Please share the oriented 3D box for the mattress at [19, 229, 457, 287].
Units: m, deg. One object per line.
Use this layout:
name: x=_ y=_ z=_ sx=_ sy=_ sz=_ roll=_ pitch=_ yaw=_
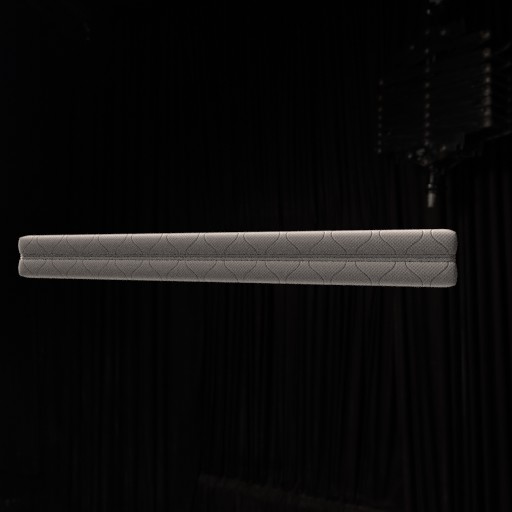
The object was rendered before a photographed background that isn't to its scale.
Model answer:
mattress: x=0.000 y=0.000 z=2.450 sx=1.900 sy=0.200 sz=1.400 roll=0 pitch=1 yaw=19
